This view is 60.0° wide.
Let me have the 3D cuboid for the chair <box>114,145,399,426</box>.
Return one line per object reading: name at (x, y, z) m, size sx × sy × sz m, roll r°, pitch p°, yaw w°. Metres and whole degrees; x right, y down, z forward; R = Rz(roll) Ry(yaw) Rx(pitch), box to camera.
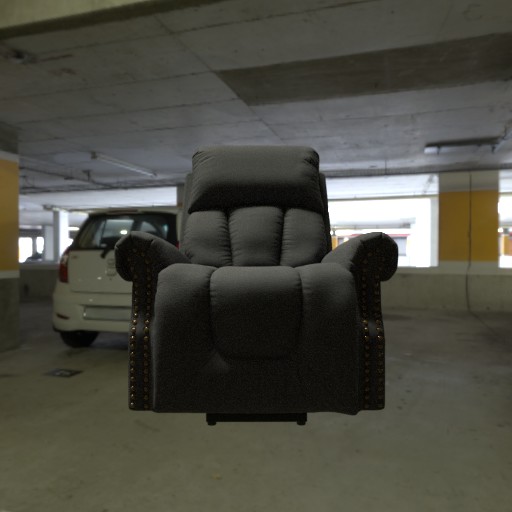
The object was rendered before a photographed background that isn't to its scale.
chair at (0.000, 0.000, 1.706) m, size 0.871 × 1.031 × 0.979 m, roll 0°, pitch 1°, yaw 0°
